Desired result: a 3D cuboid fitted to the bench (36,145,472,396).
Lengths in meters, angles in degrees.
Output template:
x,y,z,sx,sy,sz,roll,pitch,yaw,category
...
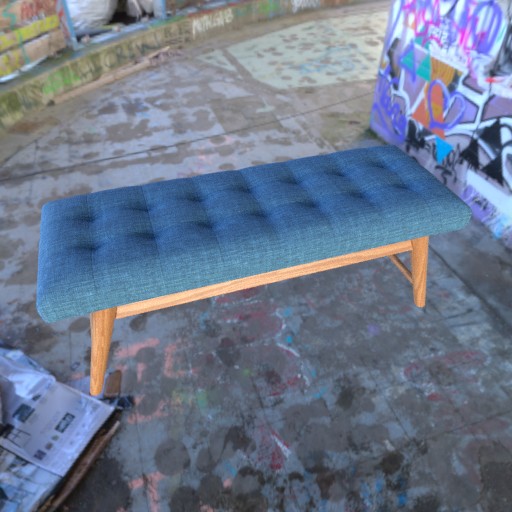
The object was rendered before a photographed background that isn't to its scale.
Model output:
x,y,z,sx,sy,sz,roll,pitch,yaw,category
0.000,0.000,1.325,1.118,0.432,0.406,-12,42,-14,bench
